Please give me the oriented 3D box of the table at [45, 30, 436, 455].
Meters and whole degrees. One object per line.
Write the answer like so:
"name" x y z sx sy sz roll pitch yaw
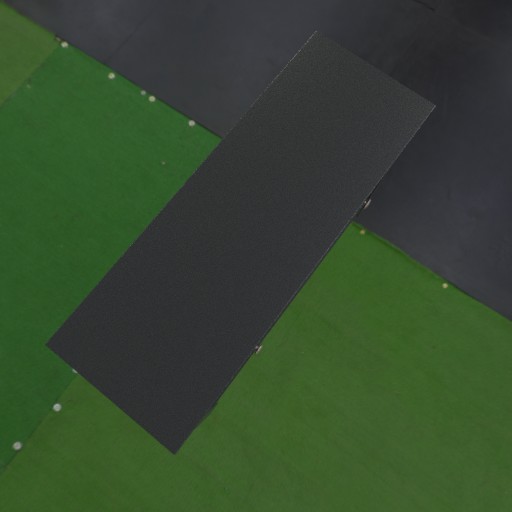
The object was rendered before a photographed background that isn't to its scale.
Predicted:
"table" 0.000 0.000 1.450 0.397 0.753 1.068 36 79 9
